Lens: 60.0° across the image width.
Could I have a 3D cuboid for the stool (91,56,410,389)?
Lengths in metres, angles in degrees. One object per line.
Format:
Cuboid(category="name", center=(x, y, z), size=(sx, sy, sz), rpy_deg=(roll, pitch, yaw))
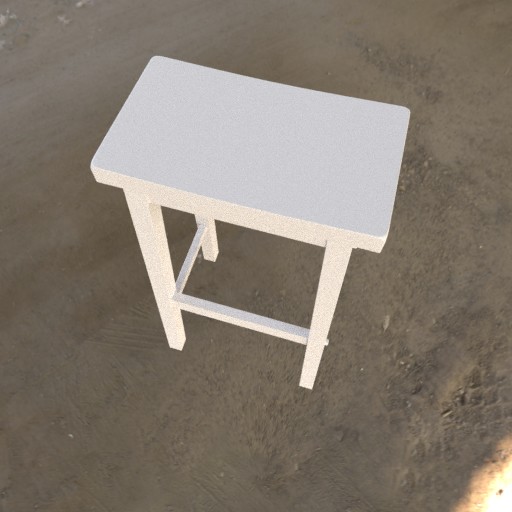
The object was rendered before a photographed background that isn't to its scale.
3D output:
Cuboid(category="stool", center=(0.000, 0.000, 0.952), size=(0.406, 0.742, 0.322), rpy_deg=(15, 64, 7))
